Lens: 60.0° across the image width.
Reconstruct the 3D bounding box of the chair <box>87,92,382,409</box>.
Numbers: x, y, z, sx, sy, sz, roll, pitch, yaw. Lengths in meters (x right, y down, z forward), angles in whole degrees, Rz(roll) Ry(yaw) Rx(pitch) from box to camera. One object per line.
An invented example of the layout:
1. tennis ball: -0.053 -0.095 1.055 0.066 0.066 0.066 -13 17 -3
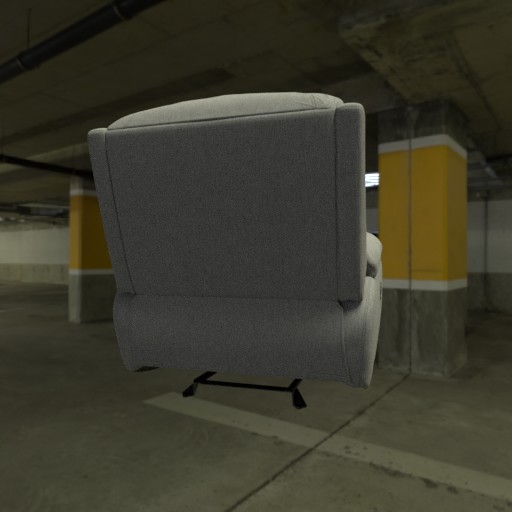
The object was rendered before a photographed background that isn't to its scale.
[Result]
1. chair: 0.000 0.000 1.711 0.930 1.011 0.899 0 0 17
